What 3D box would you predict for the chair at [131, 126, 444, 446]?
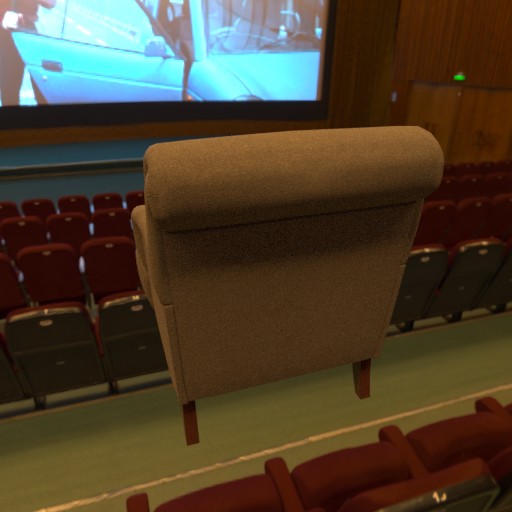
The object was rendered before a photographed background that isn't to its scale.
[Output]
[{"bbox_3d":[0.000,0.000,1.515,0.766,0.942,0.843,-8,27,-17],"label":"chair"}]
